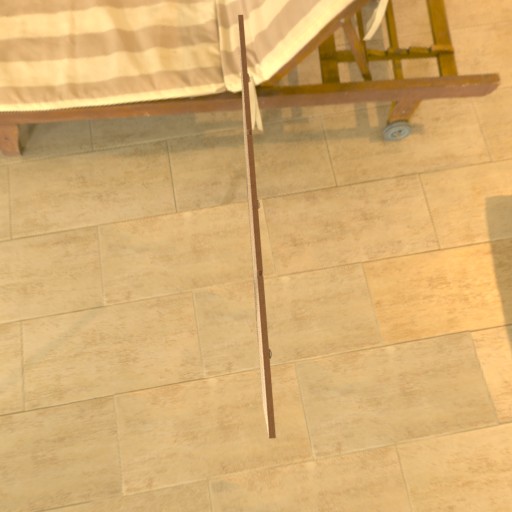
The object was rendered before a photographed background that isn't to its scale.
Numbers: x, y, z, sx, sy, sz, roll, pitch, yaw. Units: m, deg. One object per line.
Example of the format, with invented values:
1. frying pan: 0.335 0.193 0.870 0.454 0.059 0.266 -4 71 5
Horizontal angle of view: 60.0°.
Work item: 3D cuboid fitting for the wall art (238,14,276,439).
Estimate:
1. wall art: 0.000 0.000 1.348 0.018 0.913 0.915 -4 75 -1
